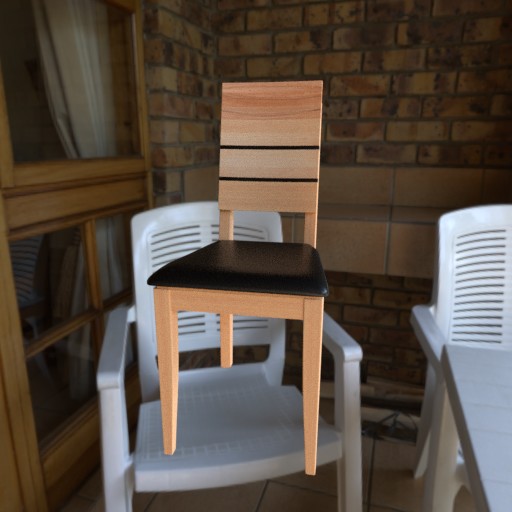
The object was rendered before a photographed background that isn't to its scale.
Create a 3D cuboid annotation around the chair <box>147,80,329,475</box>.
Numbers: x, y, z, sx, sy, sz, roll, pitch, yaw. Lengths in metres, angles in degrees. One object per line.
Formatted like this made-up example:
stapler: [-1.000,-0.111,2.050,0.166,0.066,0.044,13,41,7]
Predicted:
chair: [0.000,0.000,1.206,0.410,0.940,0.520,3,15,11]
